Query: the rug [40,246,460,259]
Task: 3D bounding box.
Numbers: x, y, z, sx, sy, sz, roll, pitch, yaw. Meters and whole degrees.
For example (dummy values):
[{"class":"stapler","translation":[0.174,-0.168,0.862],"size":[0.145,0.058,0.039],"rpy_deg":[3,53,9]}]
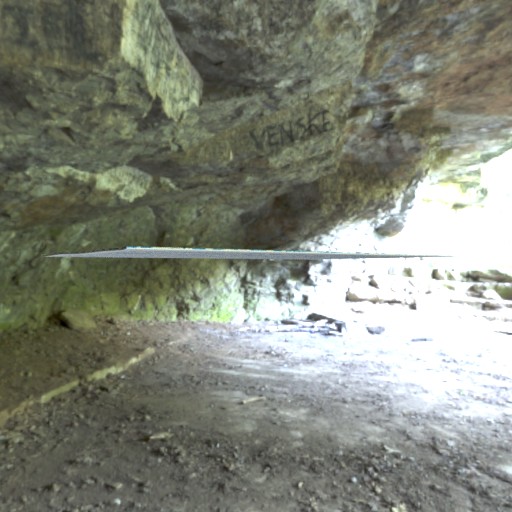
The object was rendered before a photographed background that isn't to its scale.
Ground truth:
[{"class":"rug","translation":[0.000,0.000,2.306],"size":[1.830,0.011,1.209],"rpy_deg":[1,-2,-37]}]
